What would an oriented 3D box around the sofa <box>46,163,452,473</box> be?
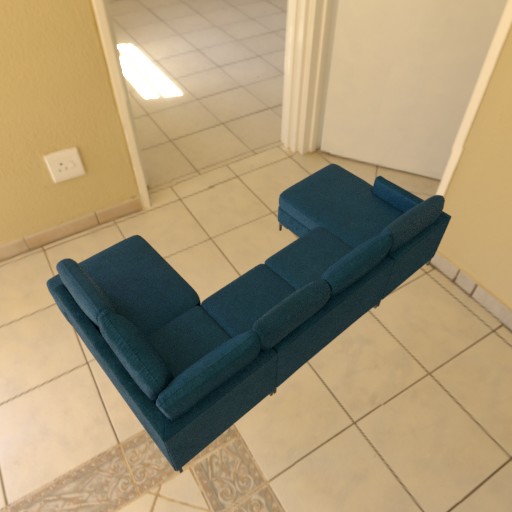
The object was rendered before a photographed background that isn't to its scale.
[{"bbox_3d":[0.000,0.000,4.351,3.434,0.992,2.055,-33,55,-26],"label":"sofa"}]
